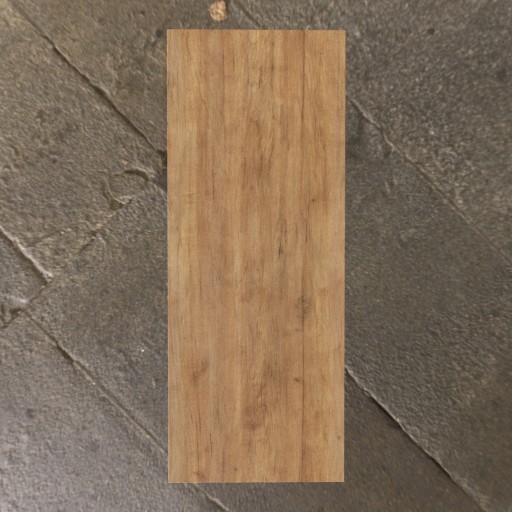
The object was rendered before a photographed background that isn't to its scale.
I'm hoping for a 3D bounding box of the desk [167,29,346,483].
[{"bbox_3d":[0.000,0.000,1.869,0.600,0.760,1.520,0,91,-1],"label":"desk"}]
